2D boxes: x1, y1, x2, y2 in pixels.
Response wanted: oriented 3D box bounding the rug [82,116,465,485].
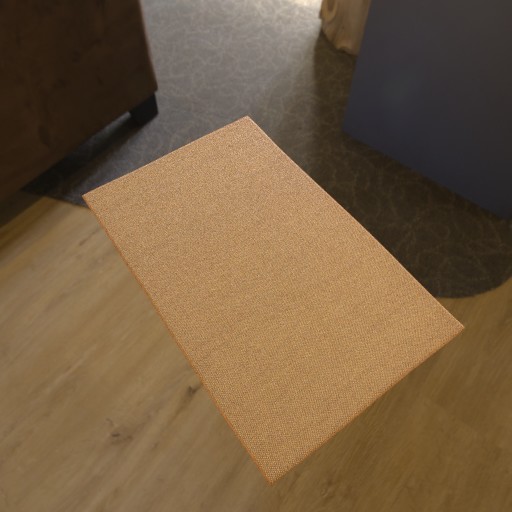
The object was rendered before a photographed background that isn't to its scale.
[{"bbox_3d":[0.000,0.000,2.143,1.078,0.013,1.678,-31,63,-18],"label":"rug"}]
